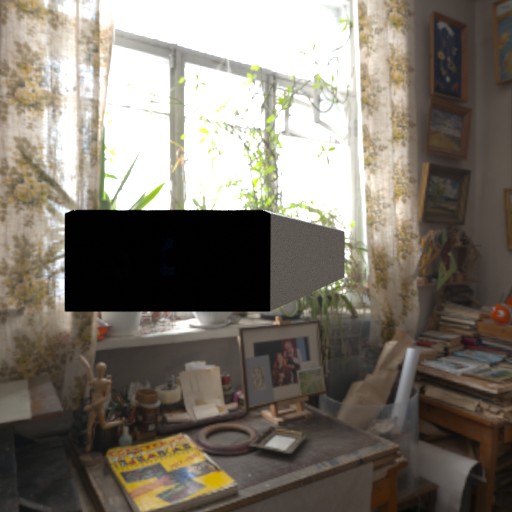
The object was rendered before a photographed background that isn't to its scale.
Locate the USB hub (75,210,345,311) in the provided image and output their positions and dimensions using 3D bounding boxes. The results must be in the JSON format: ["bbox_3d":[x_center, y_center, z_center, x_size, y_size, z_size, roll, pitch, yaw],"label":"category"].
[{"bbox_3d":[0.000,0.000,0.158,0.044,0.023,0.145,0,1,19],"label":"USB hub"}]
